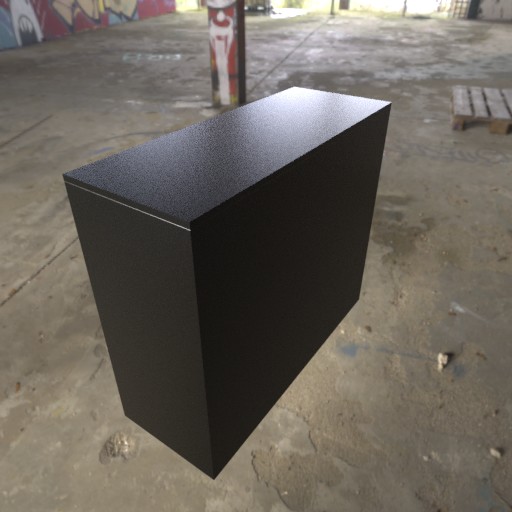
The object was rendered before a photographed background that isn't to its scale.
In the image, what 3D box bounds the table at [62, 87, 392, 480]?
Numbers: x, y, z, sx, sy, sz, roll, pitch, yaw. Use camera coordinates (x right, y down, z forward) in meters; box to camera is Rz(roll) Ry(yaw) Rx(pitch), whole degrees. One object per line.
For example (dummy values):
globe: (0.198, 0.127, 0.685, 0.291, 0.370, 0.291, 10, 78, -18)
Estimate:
table: (0.000, 0.000, 1.374, 0.380, 0.790, 0.930, 21, 39, 29)
